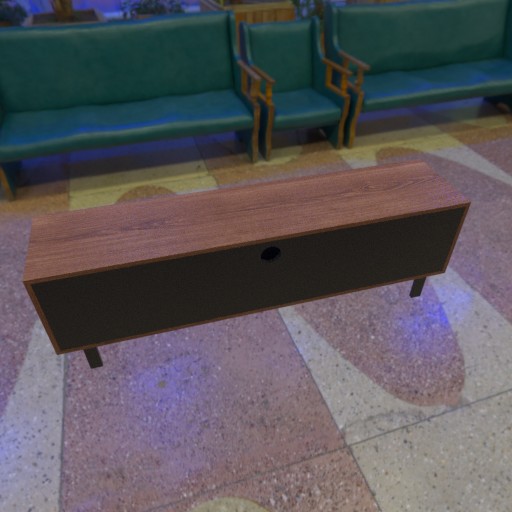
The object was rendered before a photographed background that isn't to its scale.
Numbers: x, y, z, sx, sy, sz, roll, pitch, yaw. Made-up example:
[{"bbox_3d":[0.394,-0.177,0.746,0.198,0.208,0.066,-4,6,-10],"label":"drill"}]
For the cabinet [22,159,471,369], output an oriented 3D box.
[{"bbox_3d":[0.000,0.000,1.881,1.650,0.500,0.400,-10,41,-12],"label":"cabinet"}]
